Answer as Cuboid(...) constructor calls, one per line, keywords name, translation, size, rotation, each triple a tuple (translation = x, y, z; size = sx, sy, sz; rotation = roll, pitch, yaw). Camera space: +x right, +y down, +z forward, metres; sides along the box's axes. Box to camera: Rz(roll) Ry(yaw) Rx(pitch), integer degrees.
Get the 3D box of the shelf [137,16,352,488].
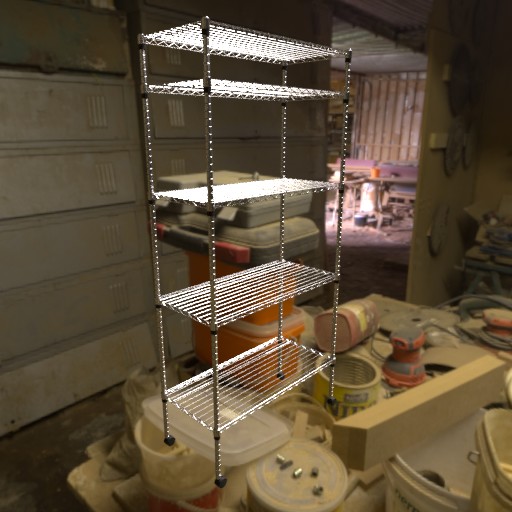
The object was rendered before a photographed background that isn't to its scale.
Cuboid(name="shelf", translation=(0.000, 0.000, 1.806), size=(0.356, 1.587, 0.762), rotation=(15, 22, 42))
